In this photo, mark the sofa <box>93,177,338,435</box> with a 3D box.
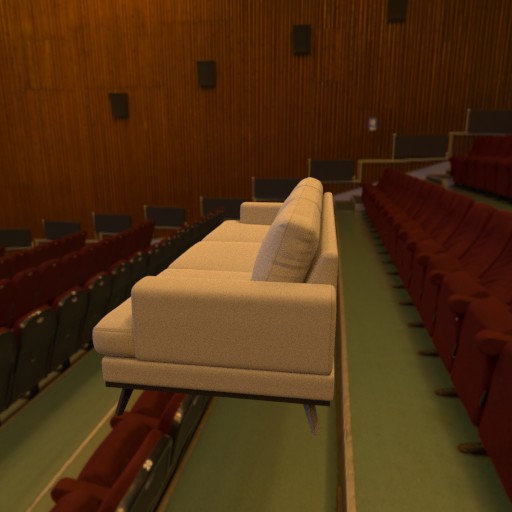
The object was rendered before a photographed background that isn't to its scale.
[{"bbox_3d":[0.000,0.000,2.699,0.920,0.810,2.310,2,15,8],"label":"sofa"}]
